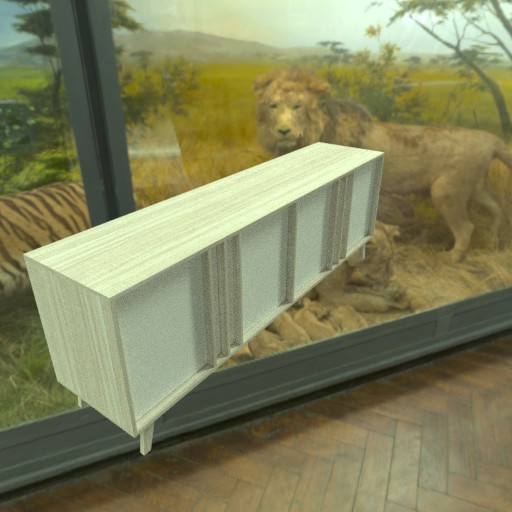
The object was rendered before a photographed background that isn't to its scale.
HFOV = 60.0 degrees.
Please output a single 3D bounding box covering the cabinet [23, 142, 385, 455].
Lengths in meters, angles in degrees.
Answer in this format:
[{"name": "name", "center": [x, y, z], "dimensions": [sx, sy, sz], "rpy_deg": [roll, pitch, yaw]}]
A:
[{"name": "cabinet", "center": [0.000, 0.000, 2.458], "dimensions": [0.500, 0.780, 2.200], "rpy_deg": [19, 33, 32]}]
